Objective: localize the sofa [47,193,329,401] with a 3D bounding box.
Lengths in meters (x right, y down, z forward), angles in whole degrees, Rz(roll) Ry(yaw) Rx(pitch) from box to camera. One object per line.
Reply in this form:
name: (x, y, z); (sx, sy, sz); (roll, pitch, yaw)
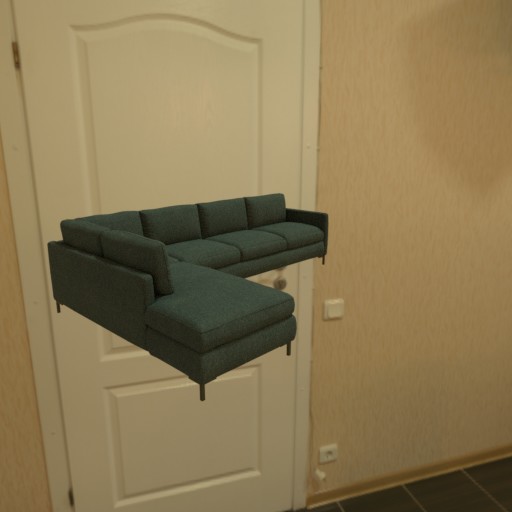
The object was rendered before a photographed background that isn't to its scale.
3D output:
sofa: (0.000, 0.000, 4.021); (2.007, 0.815, 2.949); (13, 19, 42)
